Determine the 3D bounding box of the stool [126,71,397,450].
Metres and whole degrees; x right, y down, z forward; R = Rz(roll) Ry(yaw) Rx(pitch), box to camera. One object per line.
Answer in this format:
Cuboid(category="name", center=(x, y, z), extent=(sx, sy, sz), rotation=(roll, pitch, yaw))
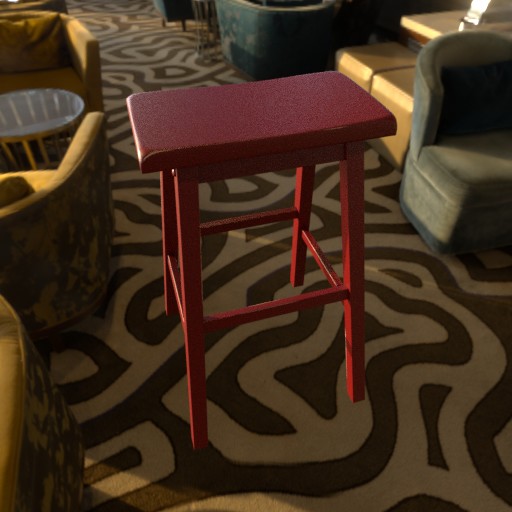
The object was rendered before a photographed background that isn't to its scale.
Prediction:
Cuboid(category="stool", center=(0.000, 0.000, 1.047), extent=(0.457, 0.737, 0.476), rotation=(-12, 43, -13))
